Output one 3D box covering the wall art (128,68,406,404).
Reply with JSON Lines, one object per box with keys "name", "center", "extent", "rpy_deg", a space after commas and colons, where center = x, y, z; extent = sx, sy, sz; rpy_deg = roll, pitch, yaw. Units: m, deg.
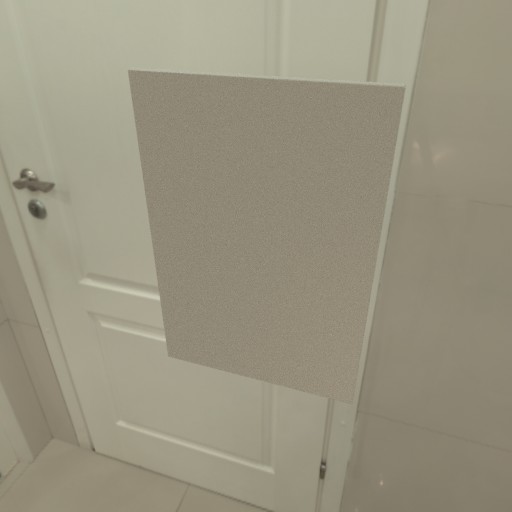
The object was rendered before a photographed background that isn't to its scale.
{"name": "wall art", "center": [0.000, 0.000, 1.551], "extent": [0.808, 1.183, 0.038], "rpy_deg": [10, 33, 16]}
